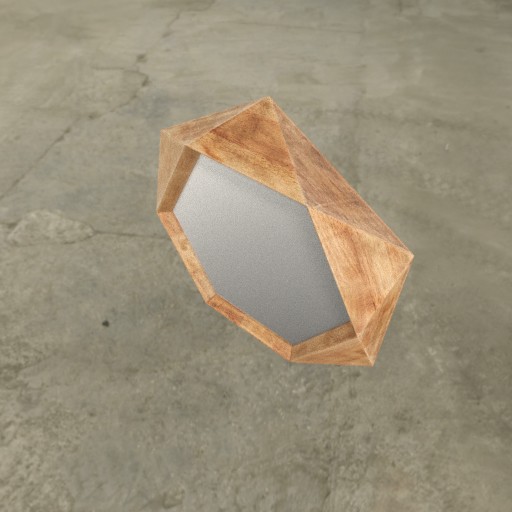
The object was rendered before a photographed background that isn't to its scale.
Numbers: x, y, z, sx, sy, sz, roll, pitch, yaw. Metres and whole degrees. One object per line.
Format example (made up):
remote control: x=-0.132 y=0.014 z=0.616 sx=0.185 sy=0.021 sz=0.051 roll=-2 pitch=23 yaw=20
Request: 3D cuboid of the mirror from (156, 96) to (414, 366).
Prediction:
mirror: x=0.000 y=0.000 z=1.066 sx=0.675 sy=0.779 sz=0.091 roll=31 pitch=54 yaw=26
